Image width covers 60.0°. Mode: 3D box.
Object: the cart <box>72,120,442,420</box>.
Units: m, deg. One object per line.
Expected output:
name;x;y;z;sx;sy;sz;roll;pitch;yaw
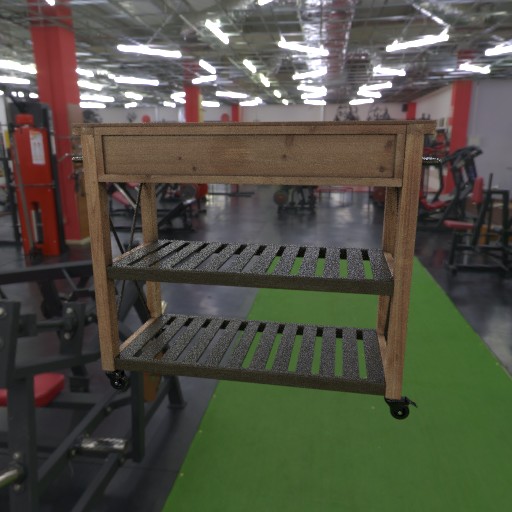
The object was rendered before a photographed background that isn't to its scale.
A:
cart;0.000;0.000;0.979;0.686;0.554;0.298;3;14;10
